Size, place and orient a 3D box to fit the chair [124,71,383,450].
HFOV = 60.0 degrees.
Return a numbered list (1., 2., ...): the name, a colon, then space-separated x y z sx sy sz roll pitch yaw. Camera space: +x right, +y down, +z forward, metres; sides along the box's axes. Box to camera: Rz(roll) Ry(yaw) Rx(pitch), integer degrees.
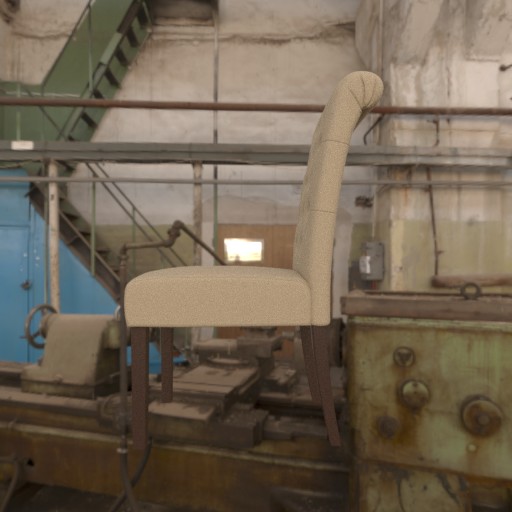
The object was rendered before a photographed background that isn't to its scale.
1. chair: 0.000 0.000 1.350 0.671 1.006 0.456 0 0 -1
